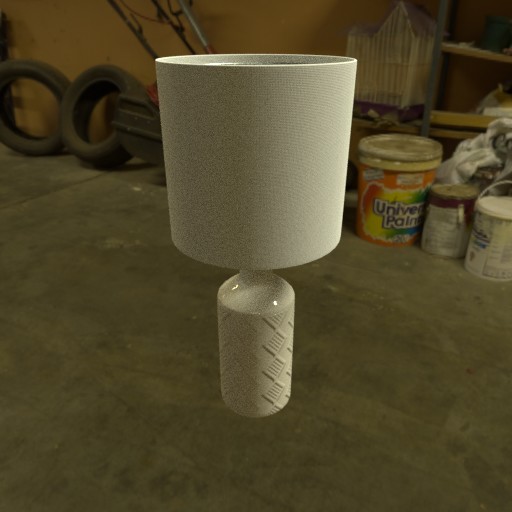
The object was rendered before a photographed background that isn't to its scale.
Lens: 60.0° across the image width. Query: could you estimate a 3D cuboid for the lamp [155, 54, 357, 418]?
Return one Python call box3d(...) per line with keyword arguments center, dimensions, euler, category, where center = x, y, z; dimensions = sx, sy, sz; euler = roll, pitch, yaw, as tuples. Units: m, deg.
box3d(center=(0.000, 0.000, 0.566), dimensions=(0.207, 0.461, 0.207), euler=(-7, 28, -14), category="lamp")
